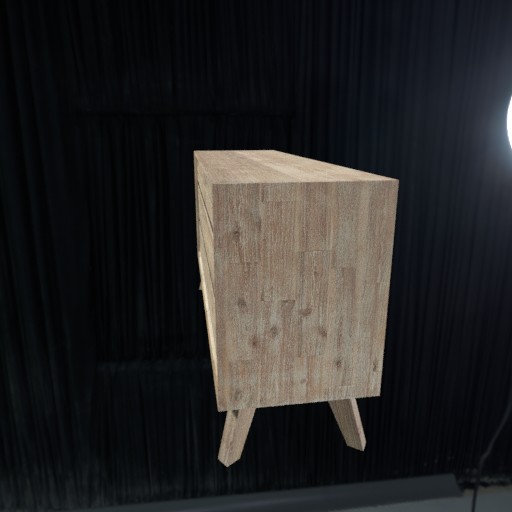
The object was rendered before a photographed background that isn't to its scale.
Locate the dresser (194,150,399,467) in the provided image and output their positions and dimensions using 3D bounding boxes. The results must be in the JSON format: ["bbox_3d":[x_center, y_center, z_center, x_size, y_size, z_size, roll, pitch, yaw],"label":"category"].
[{"bbox_3d":[0.000,0.000,1.892,0.455,0.805,1.554,-3,16,-9],"label":"dresser"}]
